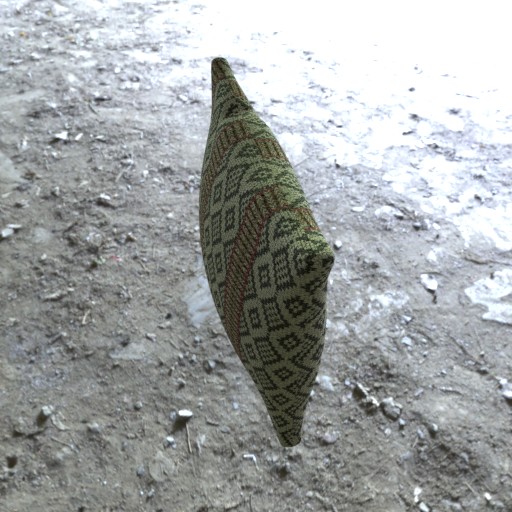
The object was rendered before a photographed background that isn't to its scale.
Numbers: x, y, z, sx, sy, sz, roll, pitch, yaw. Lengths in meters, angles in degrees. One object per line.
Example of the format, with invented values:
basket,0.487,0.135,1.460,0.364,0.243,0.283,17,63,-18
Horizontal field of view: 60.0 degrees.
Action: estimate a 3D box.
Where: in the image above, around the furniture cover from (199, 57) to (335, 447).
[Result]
furniture cover,0.000,0.000,0.786,0.182,0.506,0.503,-11,48,-10
